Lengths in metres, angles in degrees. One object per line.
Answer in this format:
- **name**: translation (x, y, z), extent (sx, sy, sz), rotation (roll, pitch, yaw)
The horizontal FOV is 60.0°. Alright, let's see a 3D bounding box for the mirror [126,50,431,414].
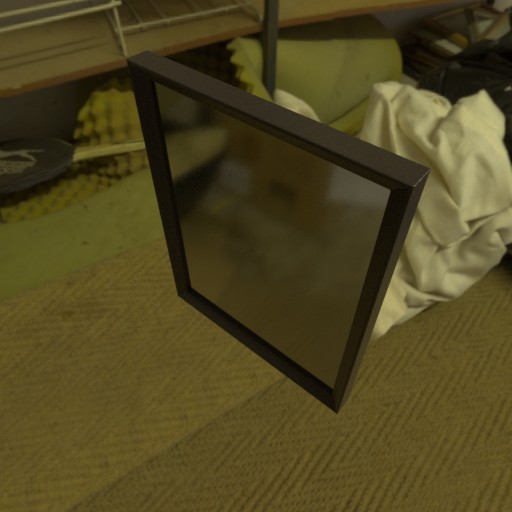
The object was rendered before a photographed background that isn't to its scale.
- **mirror**: translation (0.000, 0.000, 0.687), extent (0.406, 0.509, 0.041), rotation (32, 55, 25)
